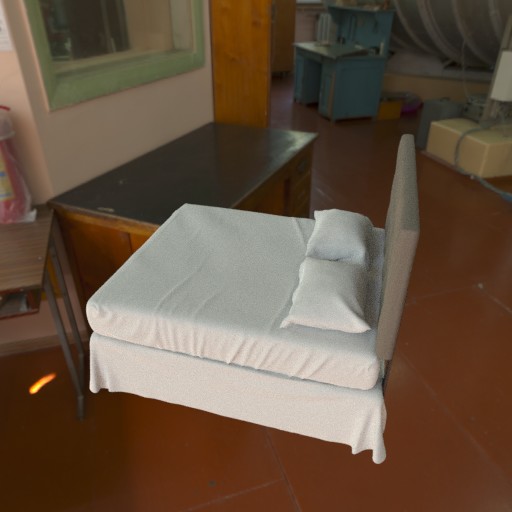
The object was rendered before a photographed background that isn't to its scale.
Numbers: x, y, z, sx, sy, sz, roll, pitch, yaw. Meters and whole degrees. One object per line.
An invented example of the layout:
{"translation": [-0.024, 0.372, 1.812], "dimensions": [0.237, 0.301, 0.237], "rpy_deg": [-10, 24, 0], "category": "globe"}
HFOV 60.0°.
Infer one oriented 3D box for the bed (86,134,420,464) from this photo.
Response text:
{"translation": [0.000, 0.000, 3.369], "dimensions": [2.222, 1.577, 1.936], "rpy_deg": [9, 33, 14], "category": "bed"}
